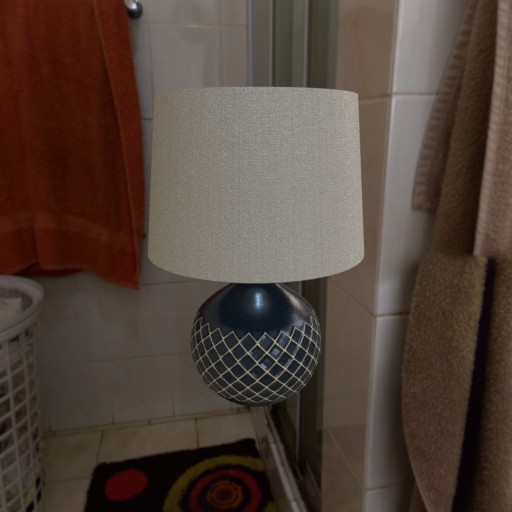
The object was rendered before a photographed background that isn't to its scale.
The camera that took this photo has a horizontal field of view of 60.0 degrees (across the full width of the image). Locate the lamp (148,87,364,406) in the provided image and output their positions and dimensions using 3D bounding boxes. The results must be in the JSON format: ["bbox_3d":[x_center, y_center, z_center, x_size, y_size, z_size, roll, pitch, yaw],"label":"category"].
[{"bbox_3d":[0.000,0.000,0.794,0.376,0.540,0.376,0,16,0],"label":"lamp"}]
